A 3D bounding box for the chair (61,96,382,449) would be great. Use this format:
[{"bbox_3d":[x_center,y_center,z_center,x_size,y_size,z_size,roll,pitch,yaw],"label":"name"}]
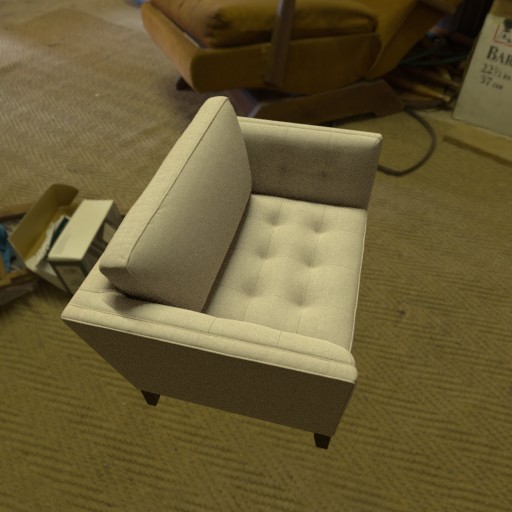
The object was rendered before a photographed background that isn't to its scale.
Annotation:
[{"bbox_3d":[0.000,0.000,2.027,0.965,0.940,1.397,10,47,10],"label":"chair"}]
